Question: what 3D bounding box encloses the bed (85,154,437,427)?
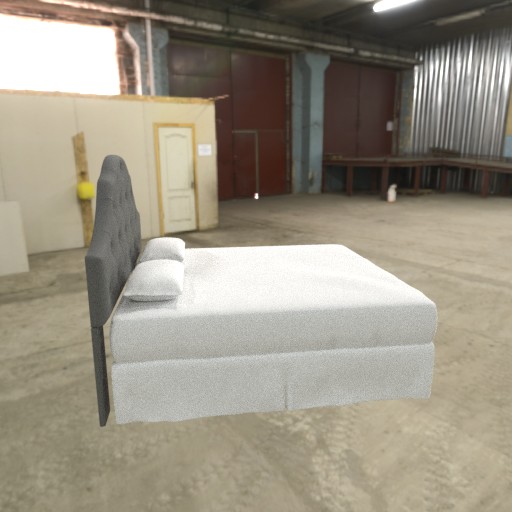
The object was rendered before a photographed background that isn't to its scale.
[{"bbox_3d":[0.000,0.000,3.615,2.214,1.615,2.008,-2,14,-8],"label":"bed"}]
